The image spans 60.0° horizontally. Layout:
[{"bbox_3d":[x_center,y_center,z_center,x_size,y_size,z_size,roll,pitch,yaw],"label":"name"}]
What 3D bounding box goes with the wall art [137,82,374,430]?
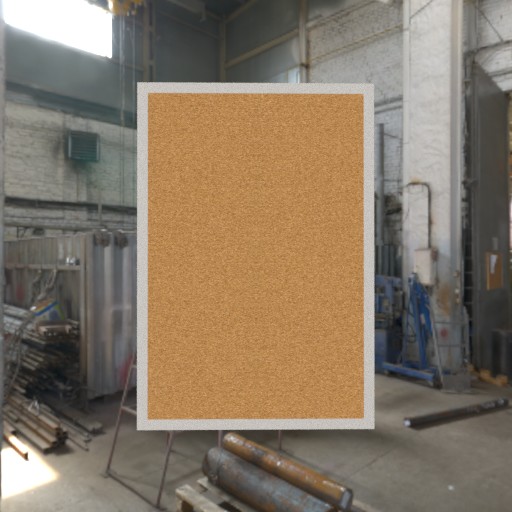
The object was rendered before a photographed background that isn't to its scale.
[{"bbox_3d":[0.000,0.000,0.859,0.450,0.657,0.038,0,0,-1],"label":"wall art"}]
